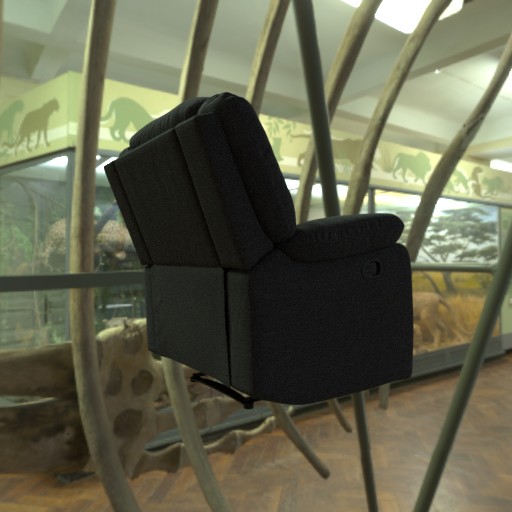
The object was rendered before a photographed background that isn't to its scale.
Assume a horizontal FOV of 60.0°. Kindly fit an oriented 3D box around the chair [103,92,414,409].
[{"bbox_3d":[0.000,0.000,1.723,0.944,1.008,0.899,0,0,-36],"label":"chair"}]
